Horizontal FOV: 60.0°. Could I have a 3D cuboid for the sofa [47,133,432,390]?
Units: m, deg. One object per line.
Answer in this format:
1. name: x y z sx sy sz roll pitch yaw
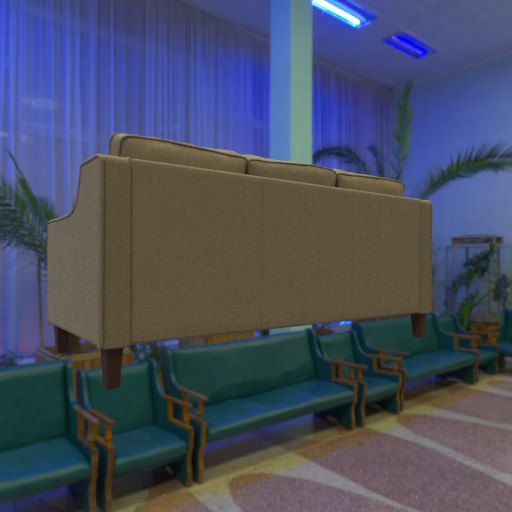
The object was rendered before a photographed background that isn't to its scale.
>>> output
1. sofa: 0.000 0.000 2.468 1.986 0.974 0.911 1 -1 -36
